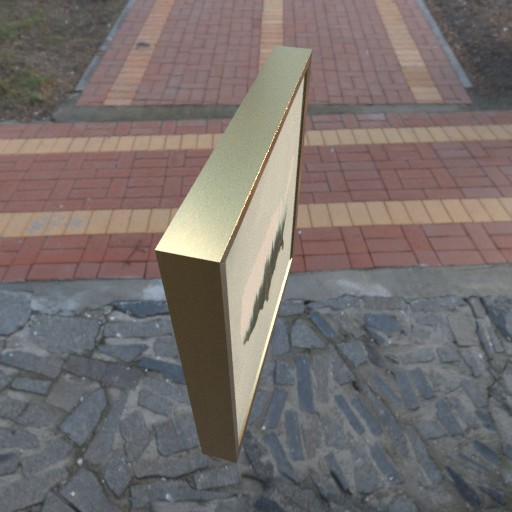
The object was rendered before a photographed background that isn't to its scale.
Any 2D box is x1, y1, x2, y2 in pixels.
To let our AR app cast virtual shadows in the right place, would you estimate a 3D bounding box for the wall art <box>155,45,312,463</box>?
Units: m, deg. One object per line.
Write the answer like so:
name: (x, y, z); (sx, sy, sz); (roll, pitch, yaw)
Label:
wall art: (0.000, 0.000, 0.456); (0.038, 0.304, 0.304); (11, 47, 10)
